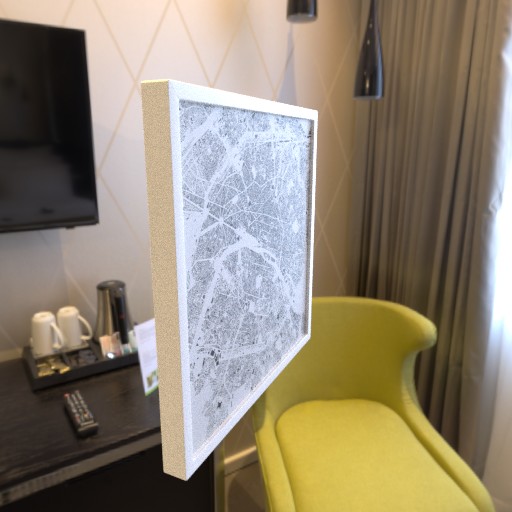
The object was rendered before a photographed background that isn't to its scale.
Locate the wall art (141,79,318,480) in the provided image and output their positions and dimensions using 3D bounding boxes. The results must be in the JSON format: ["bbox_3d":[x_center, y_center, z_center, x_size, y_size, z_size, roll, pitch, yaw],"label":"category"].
[{"bbox_3d":[0.000,0.000,0.764,0.038,0.508,0.508,7,16,25],"label":"wall art"}]
